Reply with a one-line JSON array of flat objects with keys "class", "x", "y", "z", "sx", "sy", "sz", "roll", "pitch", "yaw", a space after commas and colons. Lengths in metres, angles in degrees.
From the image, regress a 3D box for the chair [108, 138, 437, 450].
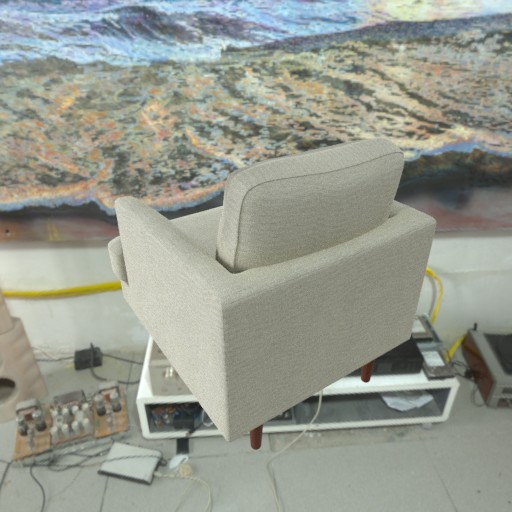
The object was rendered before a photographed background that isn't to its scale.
[{"class": "chair", "x": 0.000, "y": 0.000, "z": 1.655, "sx": 0.858, "sy": 0.957, "sz": 0.899, "roll": -19, "pitch": 36, "yaw": -29}]
